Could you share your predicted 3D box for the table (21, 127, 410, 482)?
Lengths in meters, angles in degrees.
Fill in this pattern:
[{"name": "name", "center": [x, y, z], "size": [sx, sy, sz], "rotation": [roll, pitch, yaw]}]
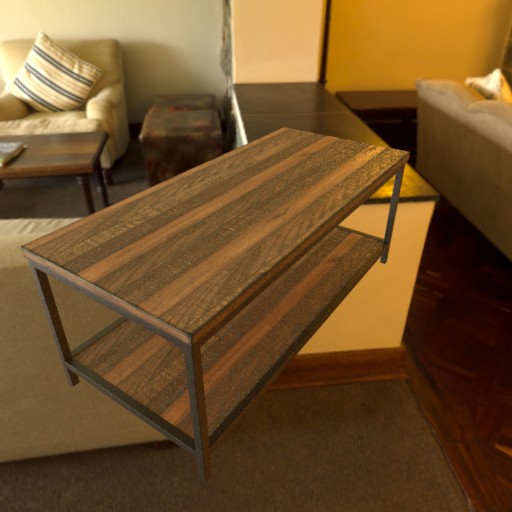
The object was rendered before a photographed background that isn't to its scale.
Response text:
[{"name": "table", "center": [0.000, 0.000, 1.222], "size": [0.452, 0.399, 0.990], "rotation": [21, 38, 29]}]
